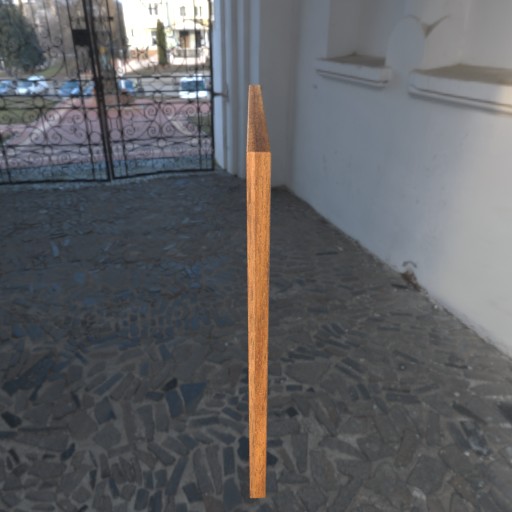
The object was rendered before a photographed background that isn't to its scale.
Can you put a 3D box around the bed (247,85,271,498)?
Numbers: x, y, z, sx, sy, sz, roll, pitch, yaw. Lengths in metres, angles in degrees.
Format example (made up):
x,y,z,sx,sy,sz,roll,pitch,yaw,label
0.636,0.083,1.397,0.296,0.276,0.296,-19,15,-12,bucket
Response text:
x,y,z,sx,sy,sz,roll,pitch,yaw,label
0.000,0.000,1.449,0.043,0.940,1.041,0,27,0,bed
